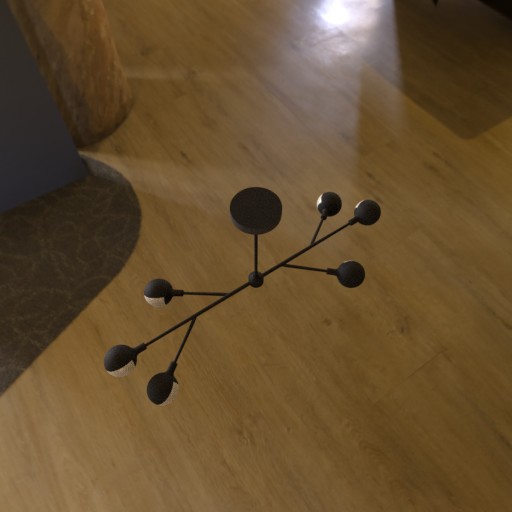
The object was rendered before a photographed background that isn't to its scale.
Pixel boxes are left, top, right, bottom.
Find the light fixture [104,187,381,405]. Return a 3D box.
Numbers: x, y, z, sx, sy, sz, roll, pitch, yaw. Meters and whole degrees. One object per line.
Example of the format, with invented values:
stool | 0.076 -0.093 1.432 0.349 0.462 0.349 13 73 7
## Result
light fixture | 0.000 0.000 1.005 0.778 0.362 0.434 -16 60 -9
